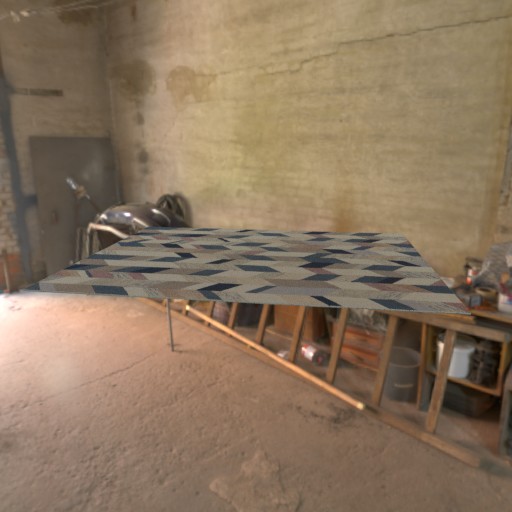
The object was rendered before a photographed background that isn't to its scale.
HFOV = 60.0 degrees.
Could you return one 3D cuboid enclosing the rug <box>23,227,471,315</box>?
[{"bbox_3d":[0.000,0.000,4.147,3.072,0.011,2.451,2,15,8],"label":"rug"}]
